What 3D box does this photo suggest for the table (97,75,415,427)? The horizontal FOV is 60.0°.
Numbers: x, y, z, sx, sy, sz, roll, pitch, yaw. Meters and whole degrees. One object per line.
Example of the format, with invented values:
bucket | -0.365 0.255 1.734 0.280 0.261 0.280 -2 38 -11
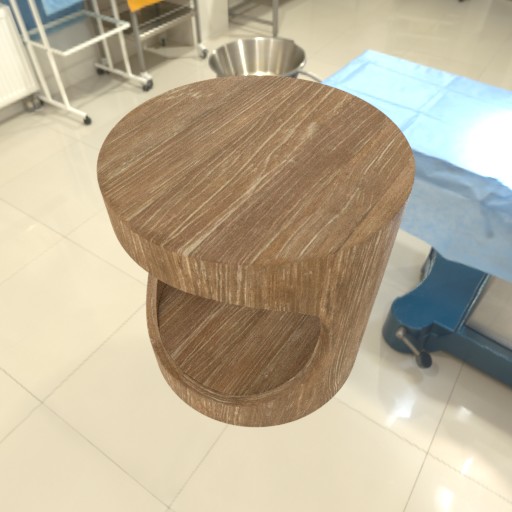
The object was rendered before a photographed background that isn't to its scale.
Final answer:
table | 0.000 0.000 0.956 0.527 0.551 0.527 0 48 0
